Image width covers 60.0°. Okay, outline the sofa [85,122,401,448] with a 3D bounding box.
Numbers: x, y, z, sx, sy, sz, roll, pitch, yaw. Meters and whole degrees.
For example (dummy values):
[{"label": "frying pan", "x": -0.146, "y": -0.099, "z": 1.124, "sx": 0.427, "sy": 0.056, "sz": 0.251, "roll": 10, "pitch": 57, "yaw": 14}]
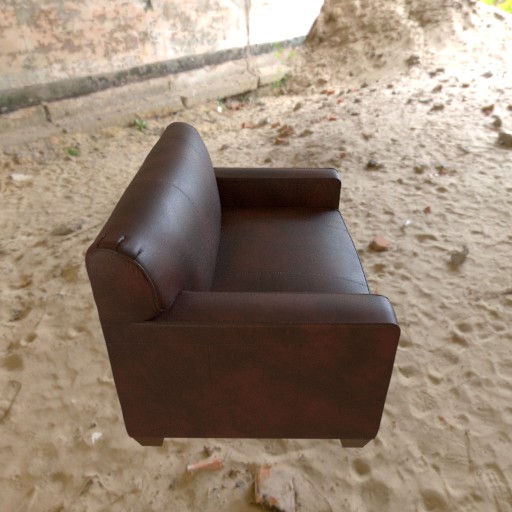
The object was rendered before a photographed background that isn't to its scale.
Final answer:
[{"label": "sofa", "x": 0.000, "y": 0.000, "z": 2.049, "sx": 1.000, "sy": 0.956, "sz": 1.413, "roll": 0, "pitch": 32, "yaw": 0}]
